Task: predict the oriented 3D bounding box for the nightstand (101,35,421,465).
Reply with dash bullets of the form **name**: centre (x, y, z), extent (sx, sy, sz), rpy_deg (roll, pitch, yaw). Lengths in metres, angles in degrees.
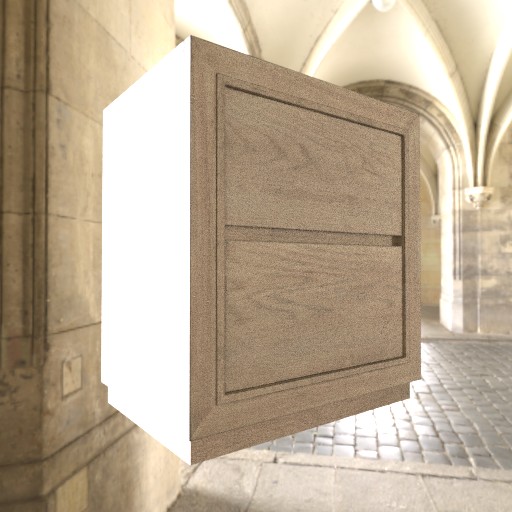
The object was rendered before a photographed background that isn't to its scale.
- **nightstand**: centre (0.000, 0.000, 1.054), extent (0.612, 0.673, 0.483), rpy_deg (1, -1, -37)
